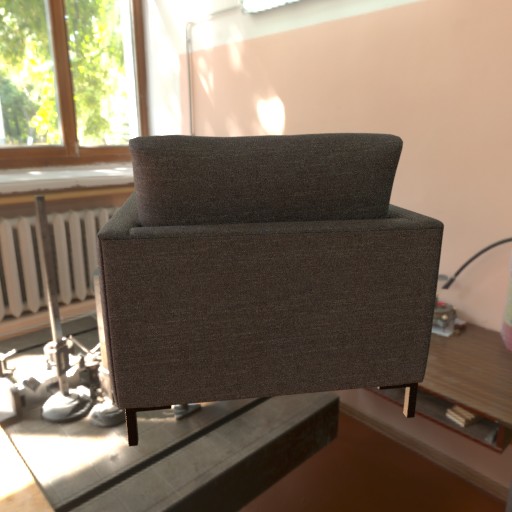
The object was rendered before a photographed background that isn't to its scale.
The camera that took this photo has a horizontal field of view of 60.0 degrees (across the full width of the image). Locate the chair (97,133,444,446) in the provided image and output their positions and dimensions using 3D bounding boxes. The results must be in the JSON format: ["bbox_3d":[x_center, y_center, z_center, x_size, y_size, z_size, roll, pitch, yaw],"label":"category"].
[{"bbox_3d":[0.000,0.000,1.574,0.940,0.841,0.845,-2,15,-9],"label":"chair"}]
